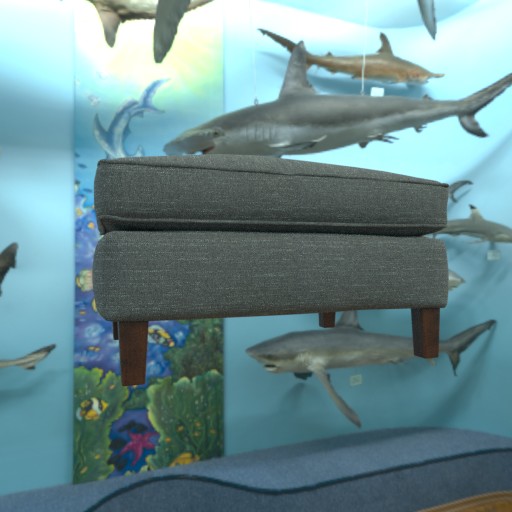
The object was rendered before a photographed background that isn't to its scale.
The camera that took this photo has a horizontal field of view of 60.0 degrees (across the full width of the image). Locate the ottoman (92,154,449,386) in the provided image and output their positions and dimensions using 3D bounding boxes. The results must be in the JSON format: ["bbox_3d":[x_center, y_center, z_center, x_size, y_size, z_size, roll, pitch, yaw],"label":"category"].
[{"bbox_3d":[0.000,0.000,0.992,0.686,0.406,0.508,0,0,-19],"label":"ottoman"}]
